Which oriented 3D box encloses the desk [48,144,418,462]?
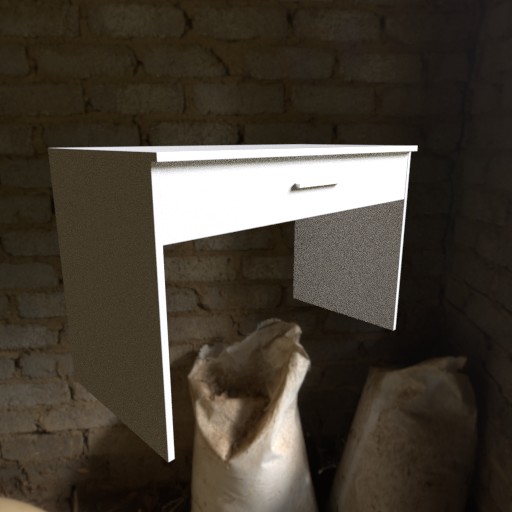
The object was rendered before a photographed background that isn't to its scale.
[{"bbox_3d":[0.000,0.000,1.525,1.100,0.730,0.560,-14,20,-43],"label":"desk"}]
